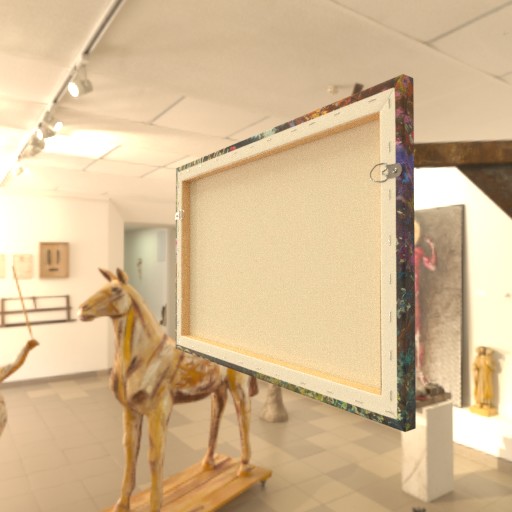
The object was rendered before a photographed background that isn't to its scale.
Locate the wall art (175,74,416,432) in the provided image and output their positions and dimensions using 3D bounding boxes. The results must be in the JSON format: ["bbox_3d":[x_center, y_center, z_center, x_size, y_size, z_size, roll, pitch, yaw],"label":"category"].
[{"bbox_3d":[0.000,0.000,1.412,0.042,0.760,1.136,1,-1,-35],"label":"wall art"}]
